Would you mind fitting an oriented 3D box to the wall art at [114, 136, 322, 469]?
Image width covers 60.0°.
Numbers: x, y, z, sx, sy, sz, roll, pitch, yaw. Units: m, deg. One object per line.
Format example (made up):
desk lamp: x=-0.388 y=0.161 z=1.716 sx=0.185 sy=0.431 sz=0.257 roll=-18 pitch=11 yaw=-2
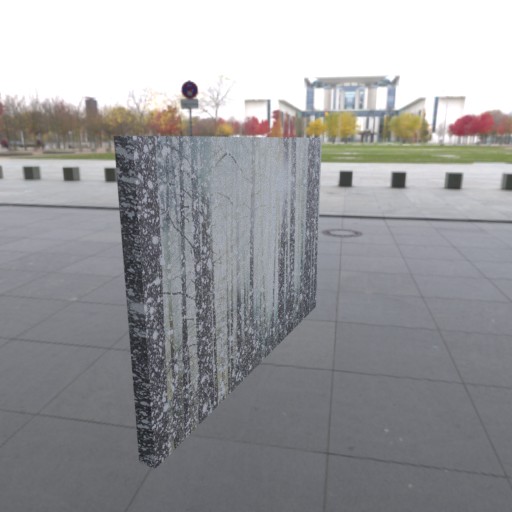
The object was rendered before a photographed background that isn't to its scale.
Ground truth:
wall art: x=0.000 y=0.000 z=1.154 sx=0.038 sy=0.598 sz=0.919 roll=7 pitch=16 yaw=25
